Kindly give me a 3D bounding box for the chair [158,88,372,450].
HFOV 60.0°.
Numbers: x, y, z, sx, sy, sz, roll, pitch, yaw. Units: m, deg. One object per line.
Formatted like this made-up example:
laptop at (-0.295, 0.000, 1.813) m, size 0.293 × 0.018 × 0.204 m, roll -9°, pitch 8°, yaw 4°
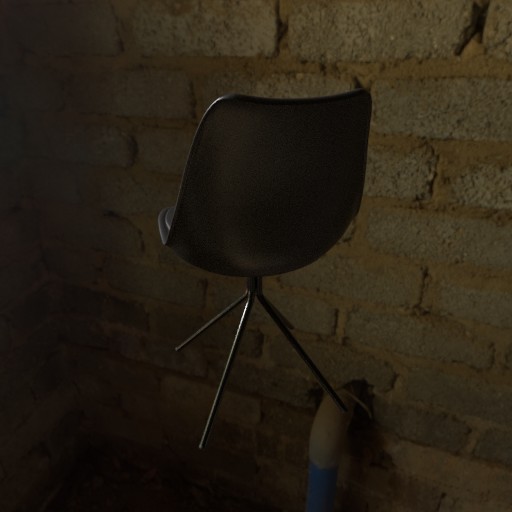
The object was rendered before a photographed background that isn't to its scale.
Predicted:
chair at (0.000, 0.000, 1.132) m, size 0.461 × 0.850 × 0.525 m, roll -8°, pitch 28°, yaw -16°
